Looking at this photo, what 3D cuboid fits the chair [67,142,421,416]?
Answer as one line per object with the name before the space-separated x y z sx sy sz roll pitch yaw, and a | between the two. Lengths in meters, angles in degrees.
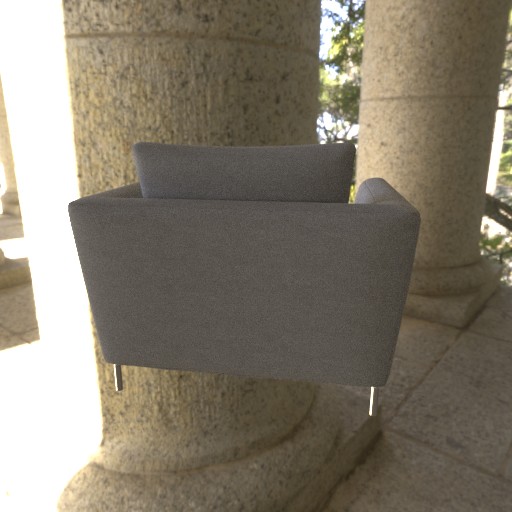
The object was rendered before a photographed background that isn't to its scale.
chair | 0.000 0.000 1.714 1.041 0.864 0.889 3 16 9
